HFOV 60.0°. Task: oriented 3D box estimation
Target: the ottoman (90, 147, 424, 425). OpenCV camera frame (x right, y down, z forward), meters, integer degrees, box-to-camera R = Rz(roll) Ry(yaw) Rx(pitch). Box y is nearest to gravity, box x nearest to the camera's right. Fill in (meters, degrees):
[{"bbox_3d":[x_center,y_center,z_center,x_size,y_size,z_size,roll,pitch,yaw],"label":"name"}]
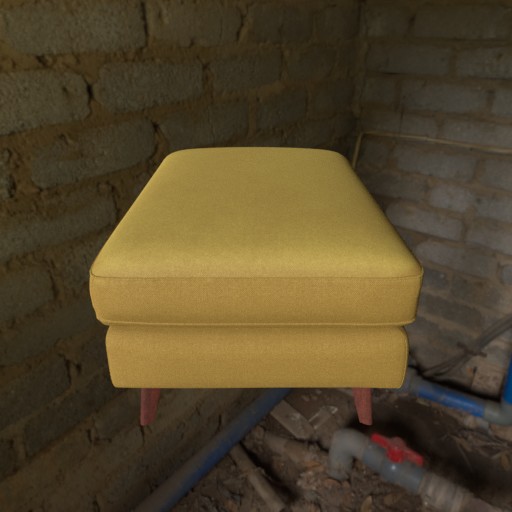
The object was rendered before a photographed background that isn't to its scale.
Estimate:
[{"bbox_3d":[0.000,0.000,1.168,0.608,0.449,0.811,0,27,0],"label":"ottoman"}]
